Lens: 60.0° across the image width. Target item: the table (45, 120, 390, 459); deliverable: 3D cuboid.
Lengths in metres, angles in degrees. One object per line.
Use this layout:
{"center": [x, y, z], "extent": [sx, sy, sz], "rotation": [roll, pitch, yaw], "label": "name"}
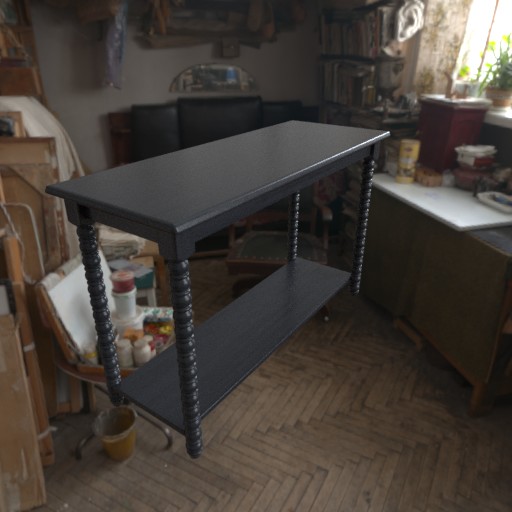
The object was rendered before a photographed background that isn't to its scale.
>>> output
{"center": [0.000, 0.000, 1.575], "extent": [0.459, 0.735, 1.184], "rotation": [18, 31, 31], "label": "table"}
